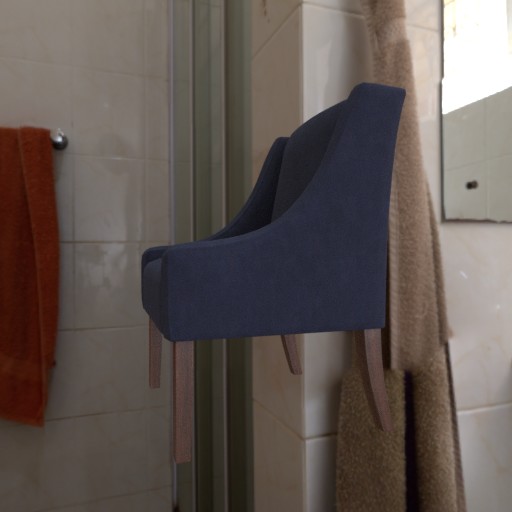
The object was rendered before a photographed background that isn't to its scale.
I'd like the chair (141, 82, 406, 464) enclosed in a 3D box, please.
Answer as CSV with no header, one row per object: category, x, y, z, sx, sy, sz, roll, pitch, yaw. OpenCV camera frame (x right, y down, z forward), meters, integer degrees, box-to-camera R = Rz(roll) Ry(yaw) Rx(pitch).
chair,0.000,0.000,1.333,0.629,0.895,0.629,0,0,-19
